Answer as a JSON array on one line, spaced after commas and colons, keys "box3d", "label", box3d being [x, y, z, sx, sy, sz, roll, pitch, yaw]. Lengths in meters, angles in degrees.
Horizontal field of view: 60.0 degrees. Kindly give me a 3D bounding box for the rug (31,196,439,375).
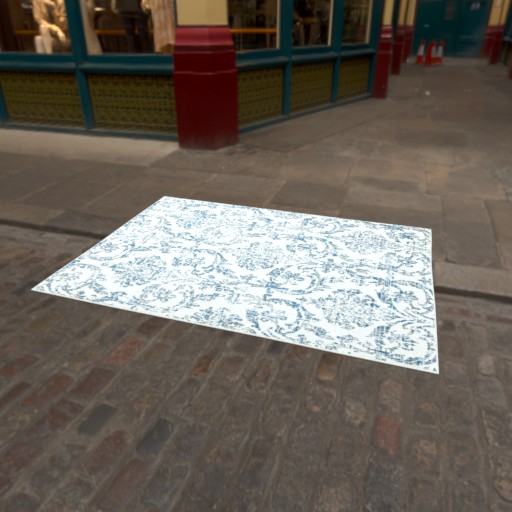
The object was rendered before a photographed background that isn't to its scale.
[{"box3d": [0.000, 0.000, 2.898, 2.197, 0.014, 1.586, 9, 30, 16], "label": "rug"}]
